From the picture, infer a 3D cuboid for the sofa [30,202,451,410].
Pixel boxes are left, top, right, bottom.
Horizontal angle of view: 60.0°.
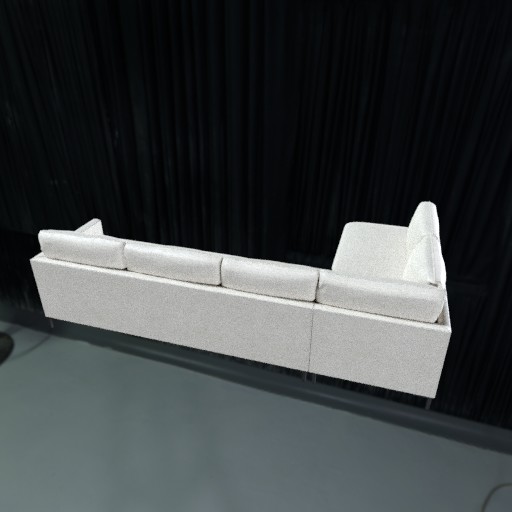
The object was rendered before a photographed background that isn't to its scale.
[{"bbox_3d":[0.000,0.000,4.286,3.384,0.996,2.048,8,30,15],"label":"sofa"}]
